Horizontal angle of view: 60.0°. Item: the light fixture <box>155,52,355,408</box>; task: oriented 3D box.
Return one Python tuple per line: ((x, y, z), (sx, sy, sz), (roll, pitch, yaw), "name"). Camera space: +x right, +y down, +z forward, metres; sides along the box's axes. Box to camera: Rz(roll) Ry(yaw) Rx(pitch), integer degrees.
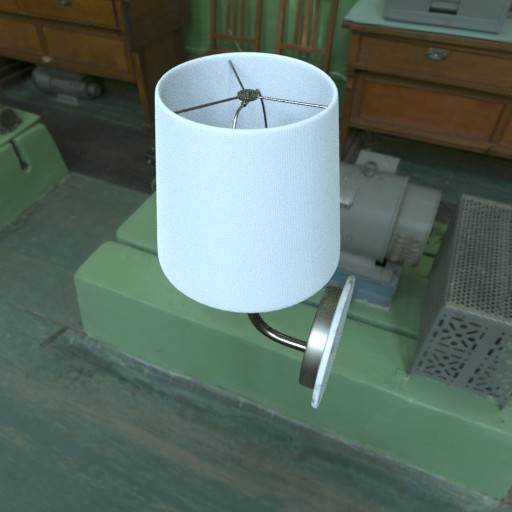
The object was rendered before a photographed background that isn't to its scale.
((0.000, 0.000, 0.432), (0.188, 0.337, 0.168), (16, 47, 15), "light fixture")
